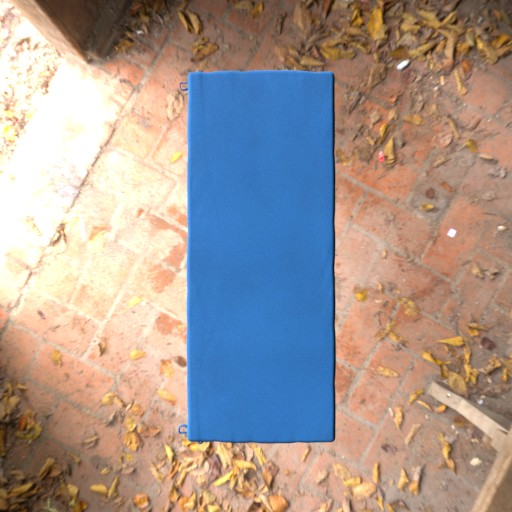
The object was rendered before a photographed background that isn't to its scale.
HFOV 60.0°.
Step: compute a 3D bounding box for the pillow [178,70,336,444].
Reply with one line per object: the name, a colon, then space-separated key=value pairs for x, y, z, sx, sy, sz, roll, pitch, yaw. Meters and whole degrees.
pillow: x=0.000 y=0.000 z=1.387 sx=0.492 sy=0.081 sz=1.187 roll=0 pitch=89 yaw=0
